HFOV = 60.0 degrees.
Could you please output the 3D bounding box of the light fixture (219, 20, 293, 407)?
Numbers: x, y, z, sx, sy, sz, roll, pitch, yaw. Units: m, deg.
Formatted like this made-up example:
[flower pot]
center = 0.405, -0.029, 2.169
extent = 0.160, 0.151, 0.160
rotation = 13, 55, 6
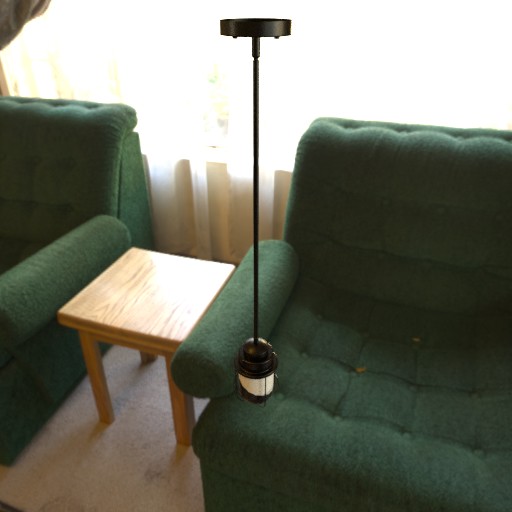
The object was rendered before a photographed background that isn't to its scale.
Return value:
[light fixture]
center = 0.000, 0.000, 0.976
extent = 0.123, 0.920, 0.123
rotation = 1, 31, 2
